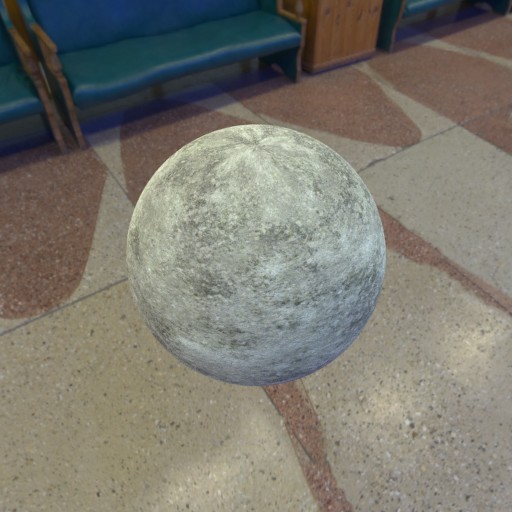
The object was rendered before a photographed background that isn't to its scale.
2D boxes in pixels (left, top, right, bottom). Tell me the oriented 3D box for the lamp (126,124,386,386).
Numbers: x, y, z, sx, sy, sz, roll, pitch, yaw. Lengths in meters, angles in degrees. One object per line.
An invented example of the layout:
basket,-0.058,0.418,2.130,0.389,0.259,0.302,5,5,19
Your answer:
lamp,0.000,0.000,0.750,0.422,0.429,0.422,0,46,0
